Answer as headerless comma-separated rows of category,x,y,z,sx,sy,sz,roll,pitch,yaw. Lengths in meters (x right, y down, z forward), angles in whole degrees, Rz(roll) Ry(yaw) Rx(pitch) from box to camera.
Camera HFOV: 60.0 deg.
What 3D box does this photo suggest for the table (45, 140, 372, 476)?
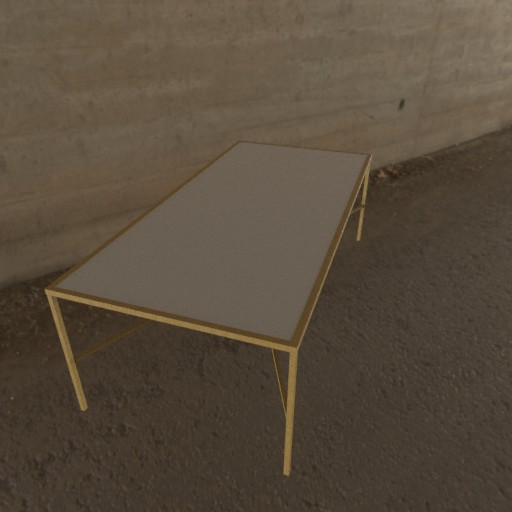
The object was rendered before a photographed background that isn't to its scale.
table,0.000,0.000,1.497,0.580,0.398,1.206,10,32,16
